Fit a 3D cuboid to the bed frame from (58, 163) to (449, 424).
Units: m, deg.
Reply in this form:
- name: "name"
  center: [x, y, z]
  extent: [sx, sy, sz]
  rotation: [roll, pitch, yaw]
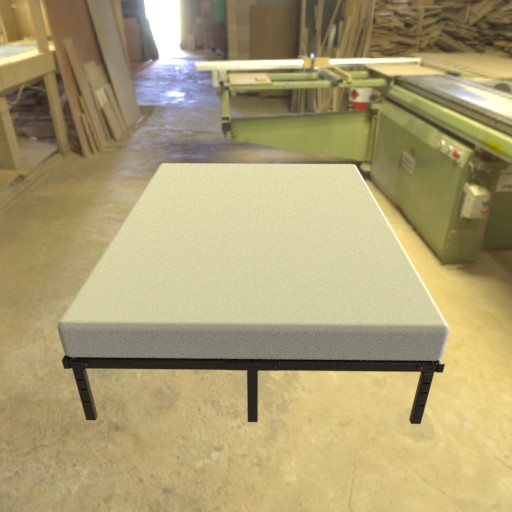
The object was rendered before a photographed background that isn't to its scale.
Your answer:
- name: "bed frame"
  center: [0.000, 0.000, 3.478]
  extent: [1.990, 0.680, 2.635]
  rotation: [0, 29, 1]
